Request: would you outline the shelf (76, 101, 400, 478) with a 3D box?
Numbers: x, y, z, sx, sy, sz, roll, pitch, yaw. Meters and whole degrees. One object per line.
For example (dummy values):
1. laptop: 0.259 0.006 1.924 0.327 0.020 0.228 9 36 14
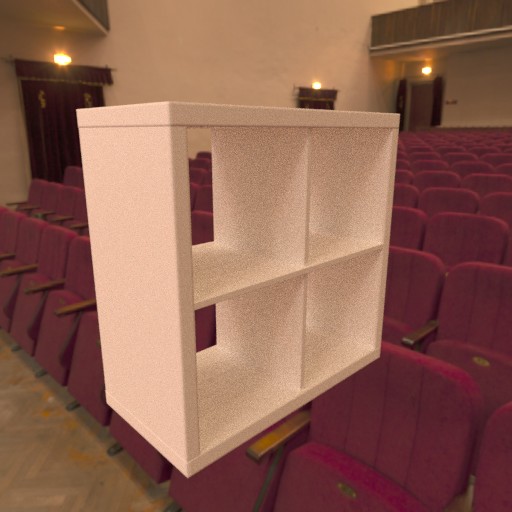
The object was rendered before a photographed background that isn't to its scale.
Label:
1. shelf: 0.000 0.000 1.270 0.790 0.786 0.390 -14 21 -42
